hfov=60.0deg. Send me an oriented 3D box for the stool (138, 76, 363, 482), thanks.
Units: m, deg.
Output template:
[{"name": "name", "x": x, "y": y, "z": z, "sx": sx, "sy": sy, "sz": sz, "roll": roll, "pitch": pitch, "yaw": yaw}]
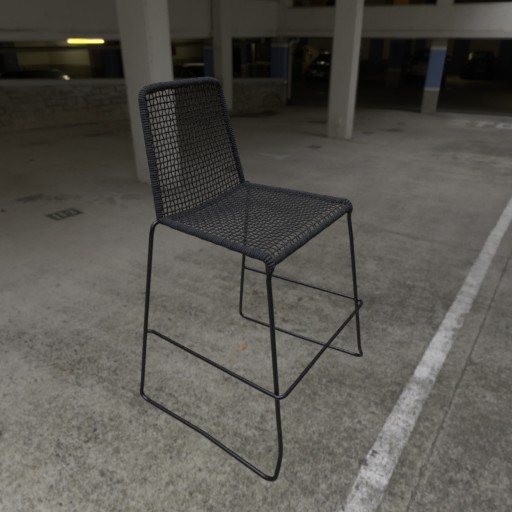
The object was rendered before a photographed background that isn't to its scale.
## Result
[{"name": "stool", "x": 0.000, "y": 0.000, "z": 1.248, "sx": 0.509, "sy": 0.905, "sz": 0.590, "roll": 17, "pitch": 31, "yaw": 30}]
